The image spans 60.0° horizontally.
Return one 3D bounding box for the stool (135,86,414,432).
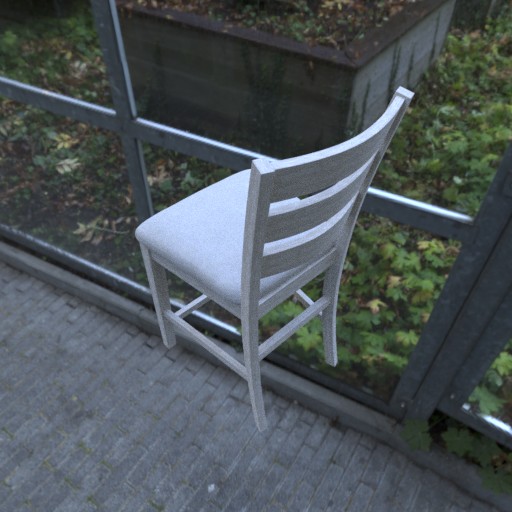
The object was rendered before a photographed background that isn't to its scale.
[{"bbox_3d":[0.000,0.000,1.314,0.484,1.032,0.569,-33,53,-29],"label":"stool"}]
